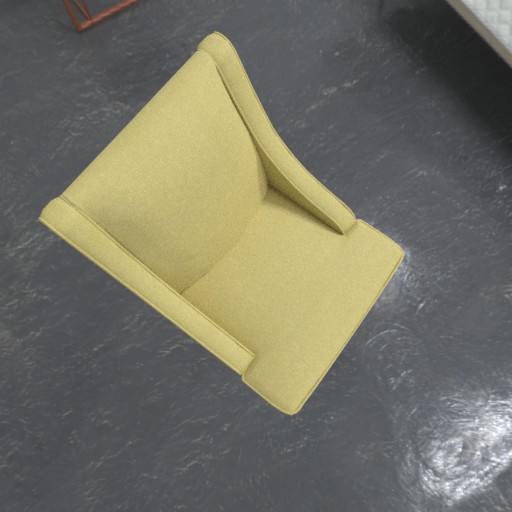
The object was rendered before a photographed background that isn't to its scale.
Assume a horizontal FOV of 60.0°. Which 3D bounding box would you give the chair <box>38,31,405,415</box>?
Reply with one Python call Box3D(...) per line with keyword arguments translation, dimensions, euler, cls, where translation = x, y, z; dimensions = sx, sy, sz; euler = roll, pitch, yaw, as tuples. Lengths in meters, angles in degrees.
Box3D(translation=(0.000, 0.000, 1.473), dimensions=(0.814, 0.896, 0.696), euler=(36, 77, 9), cls="chair")
